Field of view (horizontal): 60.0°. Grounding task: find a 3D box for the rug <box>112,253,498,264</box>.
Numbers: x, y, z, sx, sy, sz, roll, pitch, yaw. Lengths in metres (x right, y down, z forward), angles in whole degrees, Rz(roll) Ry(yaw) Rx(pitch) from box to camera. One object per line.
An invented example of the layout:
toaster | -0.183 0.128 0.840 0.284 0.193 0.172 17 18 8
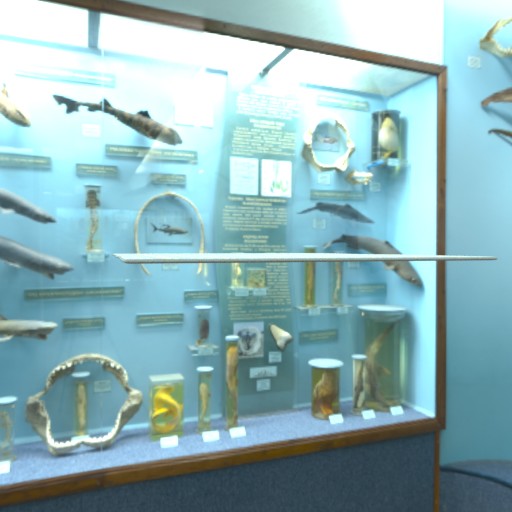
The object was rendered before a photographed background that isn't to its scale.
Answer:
rug | 0.000 0.000 4.069 2.462 0.030 3.066 0 1 -19
